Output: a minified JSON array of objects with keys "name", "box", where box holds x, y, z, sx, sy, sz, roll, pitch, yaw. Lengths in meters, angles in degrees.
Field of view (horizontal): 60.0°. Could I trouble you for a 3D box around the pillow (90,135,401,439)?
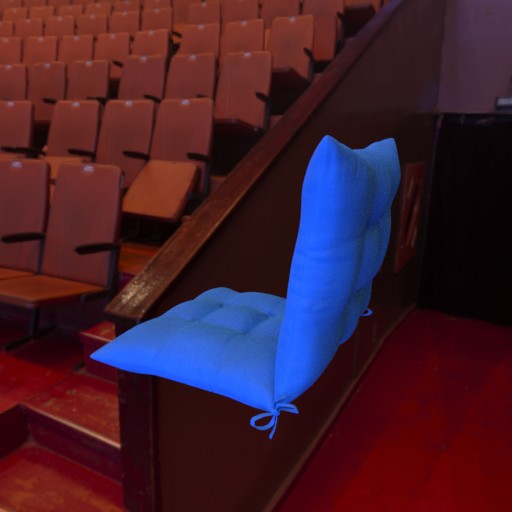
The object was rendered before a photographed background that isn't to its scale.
[{"name":"pillow","box":[0.000,0.000,1.030,0.585,0.536,0.541,8,17,27]}]
